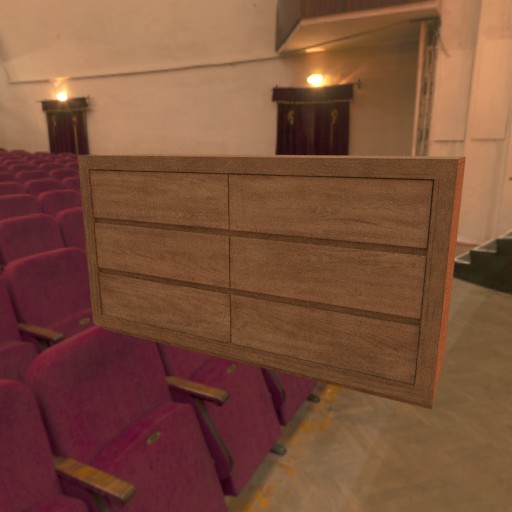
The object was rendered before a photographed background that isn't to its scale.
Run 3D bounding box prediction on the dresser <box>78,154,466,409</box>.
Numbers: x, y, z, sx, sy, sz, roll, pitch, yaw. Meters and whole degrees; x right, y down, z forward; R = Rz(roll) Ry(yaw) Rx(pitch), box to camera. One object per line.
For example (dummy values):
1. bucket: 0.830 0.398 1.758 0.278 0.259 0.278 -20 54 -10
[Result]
1. dresser: 0.000 0.000 2.018 1.628 0.889 0.483 7 15 26
